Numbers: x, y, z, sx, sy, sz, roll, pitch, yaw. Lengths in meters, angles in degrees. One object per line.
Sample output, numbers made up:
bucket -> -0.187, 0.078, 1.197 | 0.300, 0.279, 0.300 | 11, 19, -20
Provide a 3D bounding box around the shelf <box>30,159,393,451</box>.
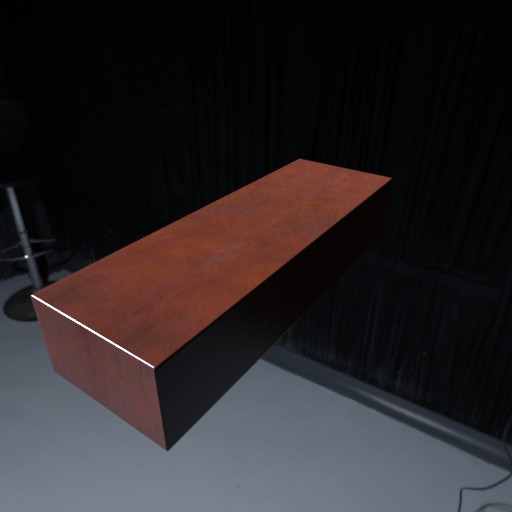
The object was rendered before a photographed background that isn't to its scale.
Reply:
shelf -> 0.000, 0.000, 0.527 | 0.152, 0.088, 0.457 | 20, 35, 30
